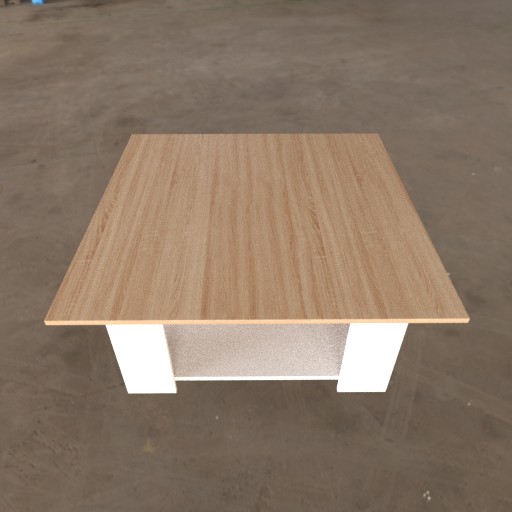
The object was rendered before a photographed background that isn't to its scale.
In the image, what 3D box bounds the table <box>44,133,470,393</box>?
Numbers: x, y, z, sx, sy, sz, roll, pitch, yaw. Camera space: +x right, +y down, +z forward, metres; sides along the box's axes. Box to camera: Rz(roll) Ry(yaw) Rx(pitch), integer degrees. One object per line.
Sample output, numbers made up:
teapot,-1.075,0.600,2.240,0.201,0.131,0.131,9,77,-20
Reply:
table,0.000,0.000,1.050,0.670,0.305,0.670,0,40,0
